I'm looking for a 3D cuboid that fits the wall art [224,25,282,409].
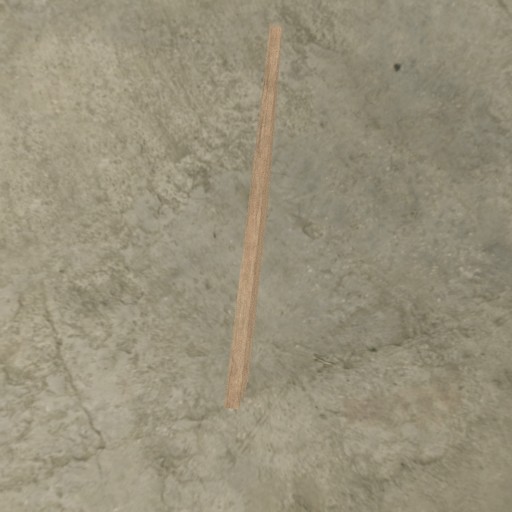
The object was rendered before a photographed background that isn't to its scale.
[{"bbox_3d":[0.000,0.000,0.920,0.018,0.686,0.534,6,77,1],"label":"wall art"}]
